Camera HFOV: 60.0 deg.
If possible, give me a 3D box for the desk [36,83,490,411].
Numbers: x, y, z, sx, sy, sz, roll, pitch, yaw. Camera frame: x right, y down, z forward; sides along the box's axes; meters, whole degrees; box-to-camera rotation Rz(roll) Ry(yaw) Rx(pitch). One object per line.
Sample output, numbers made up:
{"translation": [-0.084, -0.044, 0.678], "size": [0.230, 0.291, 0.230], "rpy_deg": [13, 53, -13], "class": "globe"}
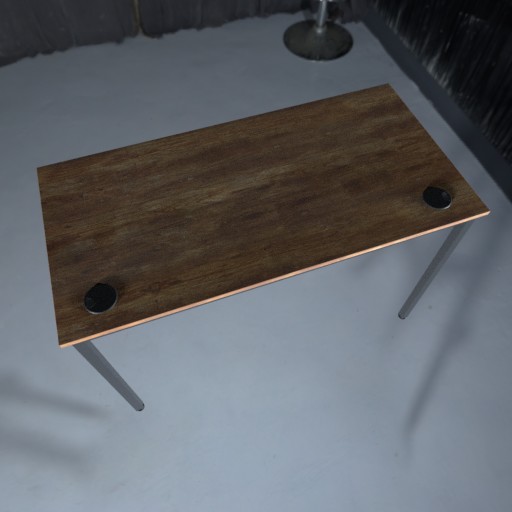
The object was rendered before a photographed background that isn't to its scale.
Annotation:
{"translation": [0.000, 0.000, 1.615], "size": [1.200, 0.749, 0.600], "rpy_deg": [-17, 59, -10], "class": "desk"}
